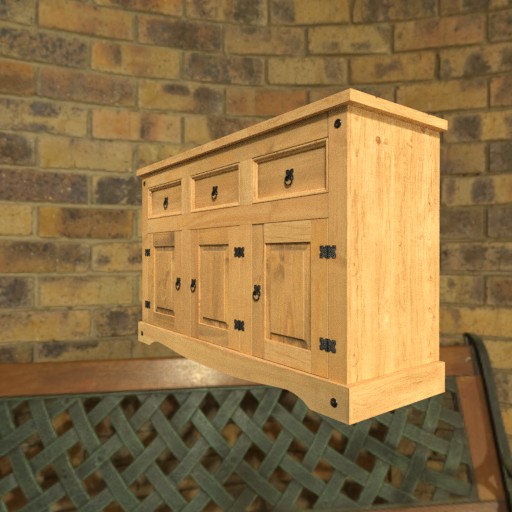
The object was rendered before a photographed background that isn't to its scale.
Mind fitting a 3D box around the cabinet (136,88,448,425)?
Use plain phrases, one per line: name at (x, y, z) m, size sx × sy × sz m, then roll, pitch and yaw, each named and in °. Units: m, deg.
cabinet at (0.000, 0.000, 1.719) m, size 0.432 × 0.810 × 1.321 m, roll 0°, pitch 0°, yaw -37°
